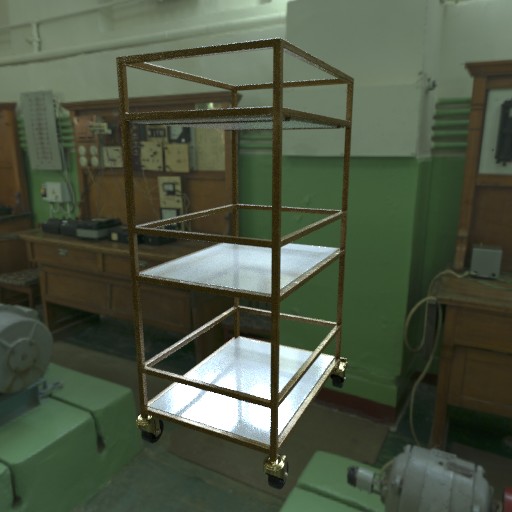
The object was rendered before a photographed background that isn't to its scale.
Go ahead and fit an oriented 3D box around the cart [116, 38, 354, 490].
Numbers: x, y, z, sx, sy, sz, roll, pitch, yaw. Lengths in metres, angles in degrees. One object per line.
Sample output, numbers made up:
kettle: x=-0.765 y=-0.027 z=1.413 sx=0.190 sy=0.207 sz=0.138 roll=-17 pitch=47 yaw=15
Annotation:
cart: x=0.000 y=0.000 z=0.974 sx=0.332 sy=0.761 sz=0.483 roll=7 pitch=15 yaw=26
